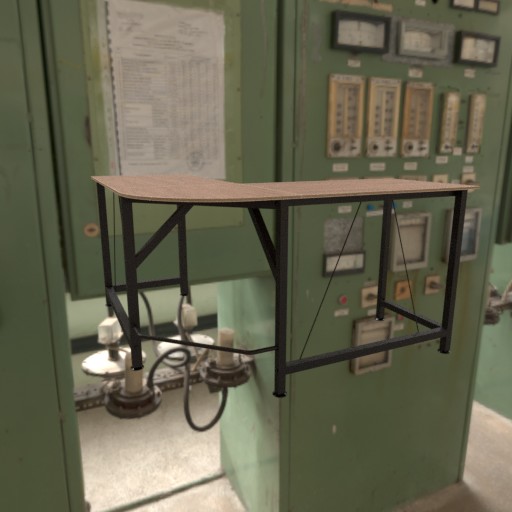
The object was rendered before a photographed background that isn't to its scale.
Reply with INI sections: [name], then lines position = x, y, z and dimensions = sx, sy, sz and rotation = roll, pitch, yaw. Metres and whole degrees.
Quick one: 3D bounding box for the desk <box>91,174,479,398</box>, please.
[desk]
position = 0.000, 0.000, 2.262
dimensions = 1.400, 0.762, 1.400
rotation = -6, 15, -24
